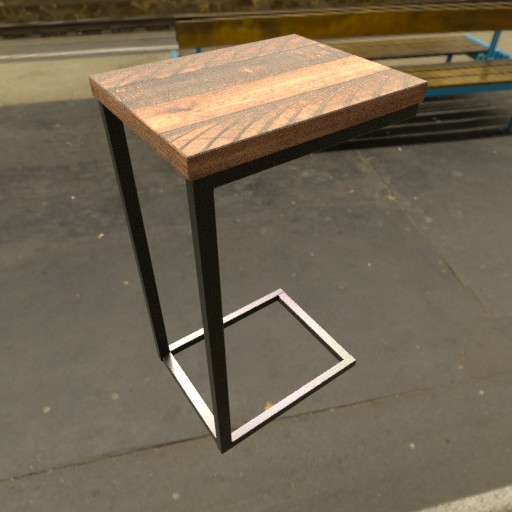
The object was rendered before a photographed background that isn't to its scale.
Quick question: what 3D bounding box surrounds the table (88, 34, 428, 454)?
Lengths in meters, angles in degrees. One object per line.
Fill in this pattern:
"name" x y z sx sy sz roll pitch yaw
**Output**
"table" 0.000 0.000 0.913 0.414 0.718 0.323 -25 46 -26
